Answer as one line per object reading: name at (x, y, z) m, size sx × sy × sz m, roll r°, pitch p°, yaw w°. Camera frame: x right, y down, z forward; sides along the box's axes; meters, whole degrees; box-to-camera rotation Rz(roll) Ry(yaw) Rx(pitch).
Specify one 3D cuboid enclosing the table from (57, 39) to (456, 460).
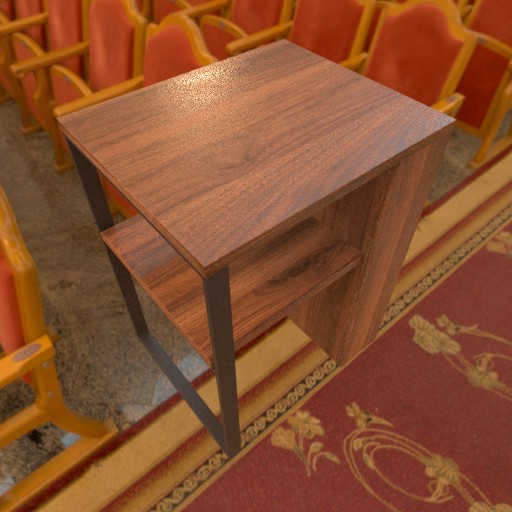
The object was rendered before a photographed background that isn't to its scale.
table at (0.000, 0.000, 1.519) m, size 0.786 × 1.041 × 0.660 m, roll -31°, pitch 55°, yaw -26°
